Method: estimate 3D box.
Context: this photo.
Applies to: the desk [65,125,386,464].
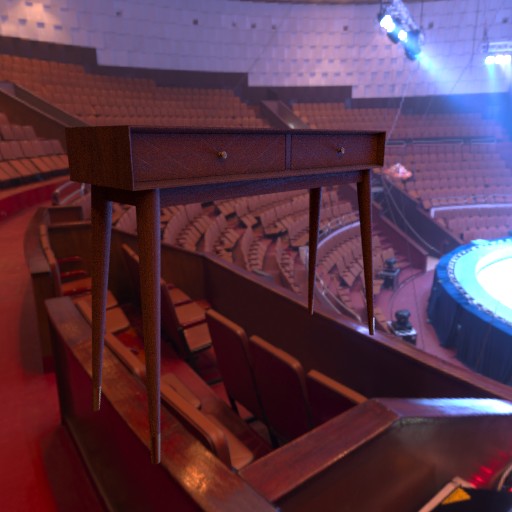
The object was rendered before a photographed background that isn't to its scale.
[{"bbox_3d":[0.000,0.000,1.668,0.384,0.917,1.204,14,20,43],"label":"desk"}]
